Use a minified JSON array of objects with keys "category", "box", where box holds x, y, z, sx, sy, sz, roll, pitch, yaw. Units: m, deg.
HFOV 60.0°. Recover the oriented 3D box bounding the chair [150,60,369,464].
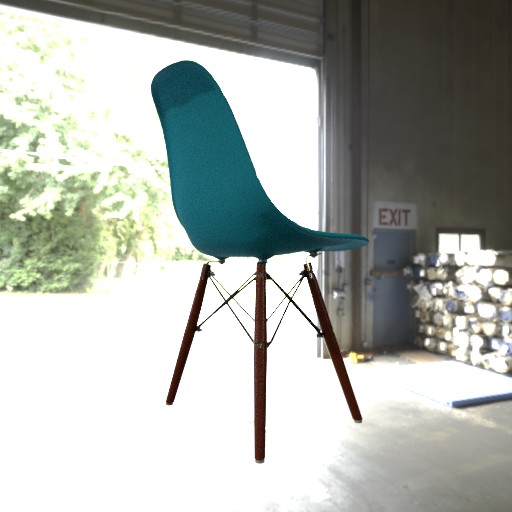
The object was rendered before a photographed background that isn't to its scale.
[{"category":"chair","box":[0.000,0.000,1.144,0.533,0.826,0.470,0,0,-38]}]
